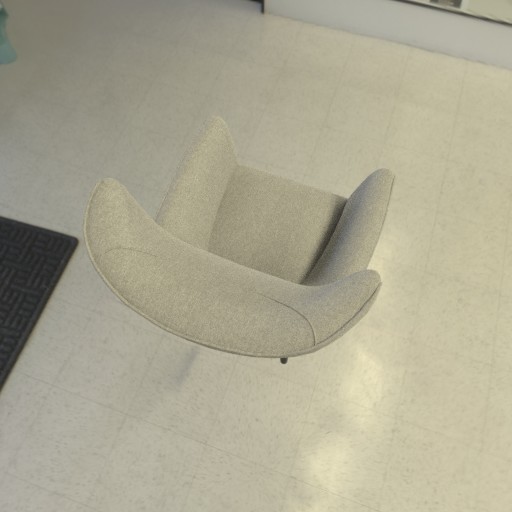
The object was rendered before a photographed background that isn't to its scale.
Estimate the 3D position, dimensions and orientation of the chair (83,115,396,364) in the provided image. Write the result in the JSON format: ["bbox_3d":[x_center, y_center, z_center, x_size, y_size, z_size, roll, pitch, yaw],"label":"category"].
[{"bbox_3d":[0.000,0.000,1.585,0.781,0.933,0.888,20,66,9],"label":"chair"}]
